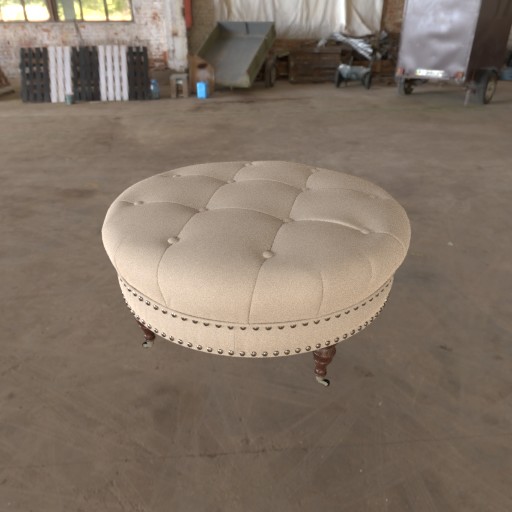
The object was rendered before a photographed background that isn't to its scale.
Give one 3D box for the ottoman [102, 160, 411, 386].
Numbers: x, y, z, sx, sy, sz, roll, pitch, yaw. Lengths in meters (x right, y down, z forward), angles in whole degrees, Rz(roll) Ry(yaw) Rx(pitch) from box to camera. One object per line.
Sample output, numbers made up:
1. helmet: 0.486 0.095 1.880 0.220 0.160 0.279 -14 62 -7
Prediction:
1. ottoman: 0.000 0.000 1.419 0.901 0.439 0.901 0 29 0
